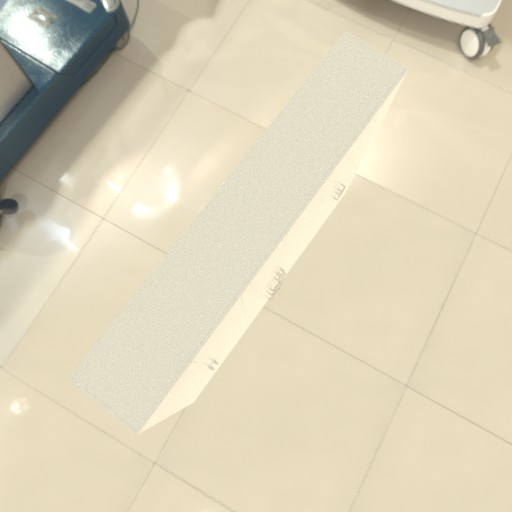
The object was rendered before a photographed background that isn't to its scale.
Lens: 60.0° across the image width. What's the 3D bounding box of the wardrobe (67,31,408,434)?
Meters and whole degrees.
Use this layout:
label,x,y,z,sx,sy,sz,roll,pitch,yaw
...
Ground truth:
label,x,y,z,sx,sy,sz,roll,pitch,yaw
wardrobe,0.000,0.000,4.015,0.580,2.360,3.000,35,79,8
